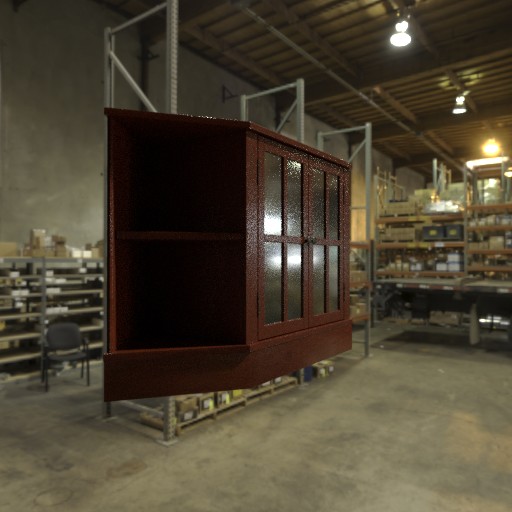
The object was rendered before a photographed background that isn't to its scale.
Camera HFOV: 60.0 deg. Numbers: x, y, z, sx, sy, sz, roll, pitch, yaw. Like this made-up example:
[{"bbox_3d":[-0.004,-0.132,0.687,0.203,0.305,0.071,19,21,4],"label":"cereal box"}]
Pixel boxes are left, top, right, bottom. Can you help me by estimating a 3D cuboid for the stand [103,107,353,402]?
[{"bbox_3d":[0.000,0.000,1.351,0.381,0.614,1.072,0,-1,36],"label":"stand"}]
